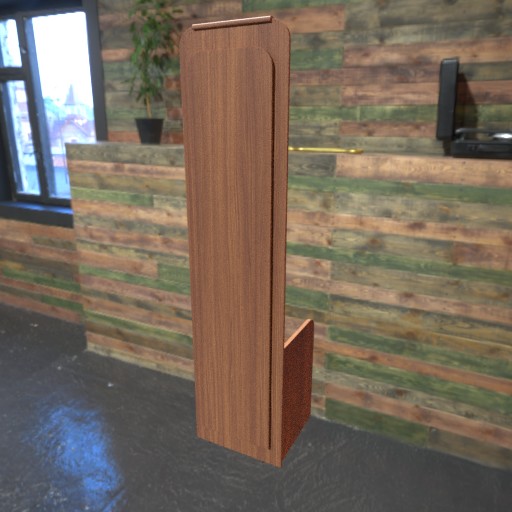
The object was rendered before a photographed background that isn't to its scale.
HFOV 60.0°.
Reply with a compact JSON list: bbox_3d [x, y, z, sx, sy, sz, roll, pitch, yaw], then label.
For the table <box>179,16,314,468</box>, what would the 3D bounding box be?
[{"bbox_3d":[0.000,0.000,1.985,0.450,1.830,0.420,9,19,26],"label":"table"}]
